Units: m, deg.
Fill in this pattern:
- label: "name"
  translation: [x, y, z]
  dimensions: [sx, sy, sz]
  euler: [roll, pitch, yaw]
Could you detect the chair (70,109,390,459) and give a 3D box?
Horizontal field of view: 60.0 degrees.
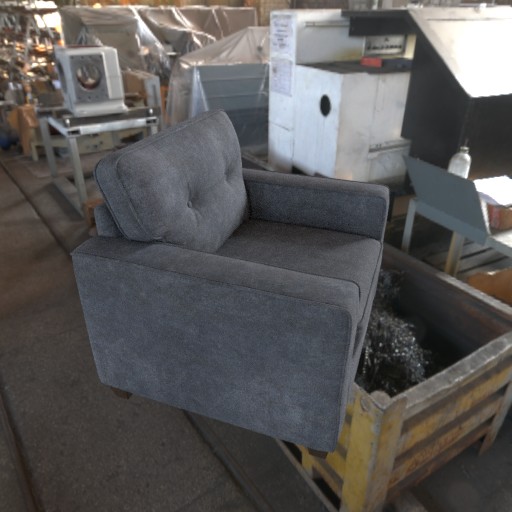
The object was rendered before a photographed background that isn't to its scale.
- label: "chair"
  translation: [0.000, 0.000, 1.766]
  dimensions: [0.939, 0.965, 1.015]
  euler: [10, 31, 18]
